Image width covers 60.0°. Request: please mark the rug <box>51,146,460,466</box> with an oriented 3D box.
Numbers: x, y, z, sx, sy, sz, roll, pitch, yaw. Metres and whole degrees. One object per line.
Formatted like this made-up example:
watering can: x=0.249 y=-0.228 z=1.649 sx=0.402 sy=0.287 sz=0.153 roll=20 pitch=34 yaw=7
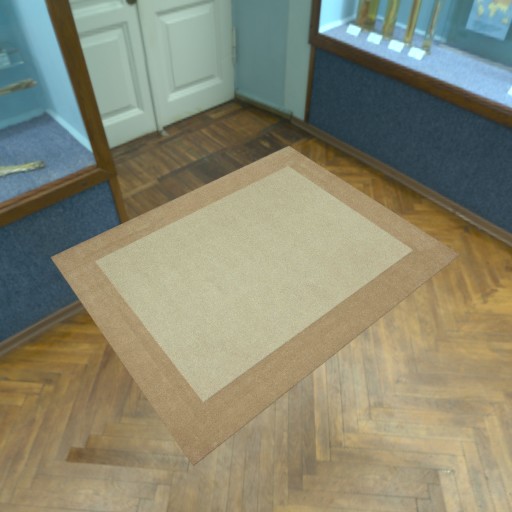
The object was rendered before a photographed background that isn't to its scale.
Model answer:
rug: x=0.000 y=0.000 z=4.225 sx=3.048 sy=0.014 sz=2.438 roll=-30 pitch=53 yaw=-26
